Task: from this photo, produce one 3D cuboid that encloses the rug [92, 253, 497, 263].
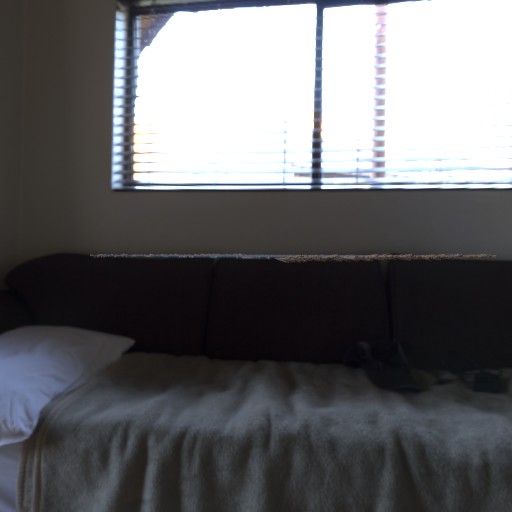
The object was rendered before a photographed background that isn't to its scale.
[{"bbox_3d":[0.000,0.000,2.341,1.181,0.028,1.936,0,0,-36],"label":"rug"}]
